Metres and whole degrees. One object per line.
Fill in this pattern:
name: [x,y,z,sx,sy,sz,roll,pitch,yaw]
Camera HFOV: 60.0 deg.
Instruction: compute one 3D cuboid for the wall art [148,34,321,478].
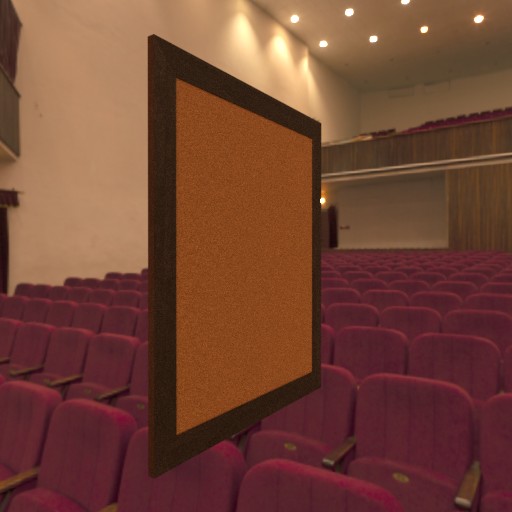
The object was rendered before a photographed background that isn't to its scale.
wall art: [0.000,0.000,0.767,0.013,0.570,0.476,0,0,35]
